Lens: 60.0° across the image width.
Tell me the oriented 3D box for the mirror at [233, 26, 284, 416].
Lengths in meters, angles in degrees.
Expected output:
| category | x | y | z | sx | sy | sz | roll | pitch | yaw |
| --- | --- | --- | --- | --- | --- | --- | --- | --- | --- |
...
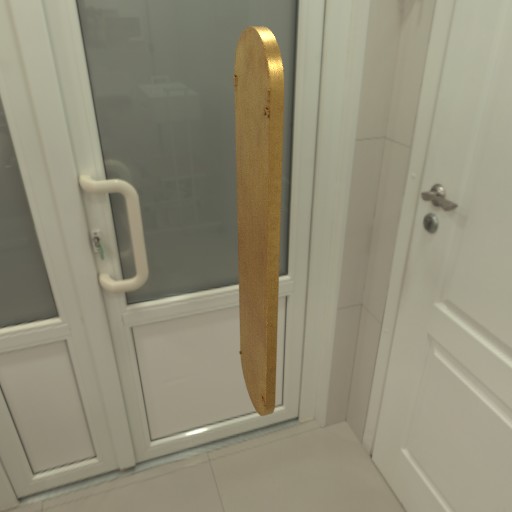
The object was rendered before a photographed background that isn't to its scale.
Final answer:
| category | x | y | z | sx | sy | sz | roll | pitch | yaw |
| --- | --- | --- | --- | --- | --- | --- | --- | --- | --- |
| mirror | 0.000 | 0.000 | 1.077 | 0.032 | 0.991 | 0.222 | -10 | 30 | -17 |
